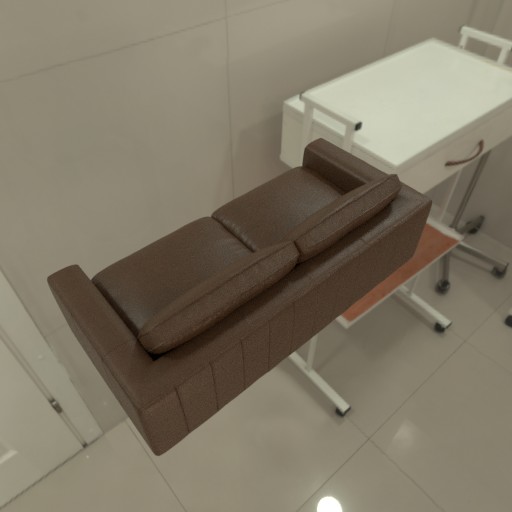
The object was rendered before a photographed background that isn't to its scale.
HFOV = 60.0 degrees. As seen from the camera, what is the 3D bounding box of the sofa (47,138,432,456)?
[{"bbox_3d":[0.000,0.000,2.844,2.262,0.801,1.070,-32,54,-27],"label":"sofa"}]
